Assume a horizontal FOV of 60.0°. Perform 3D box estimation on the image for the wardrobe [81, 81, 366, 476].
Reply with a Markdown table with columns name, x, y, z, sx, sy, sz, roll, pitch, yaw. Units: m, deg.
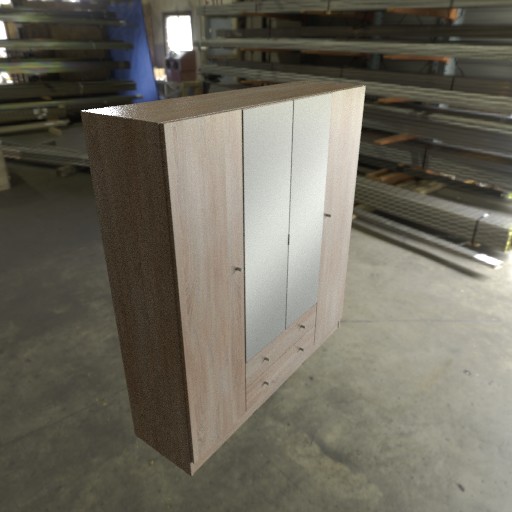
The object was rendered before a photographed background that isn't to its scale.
| name | x | y | z | sx | sy | sz | roll | pitch | yaw |
| --- | --- | --- | --- | --- | --- | --- | --- | --- | --- |
| wardrobe | 0.000 | 0.000 | 3.149 | 0.598 | 2.159 | 1.998 | 18 | 32 | 33 |
